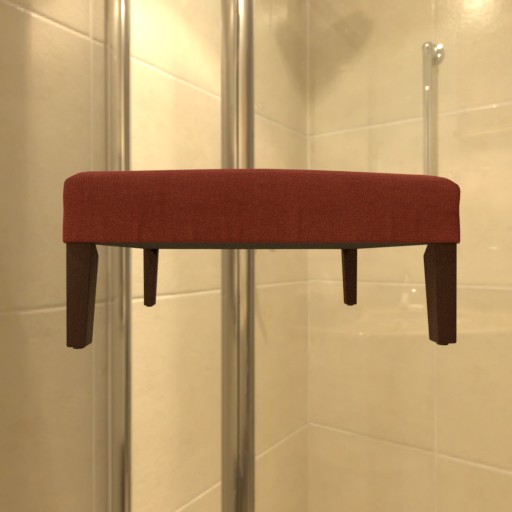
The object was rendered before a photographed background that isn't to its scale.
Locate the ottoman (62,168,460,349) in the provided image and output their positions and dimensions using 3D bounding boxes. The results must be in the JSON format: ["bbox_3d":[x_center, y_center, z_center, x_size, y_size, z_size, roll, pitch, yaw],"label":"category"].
[{"bbox_3d":[0.000,0.000,1.418,0.890,0.411,0.889,0,0,-3],"label":"ottoman"}]
